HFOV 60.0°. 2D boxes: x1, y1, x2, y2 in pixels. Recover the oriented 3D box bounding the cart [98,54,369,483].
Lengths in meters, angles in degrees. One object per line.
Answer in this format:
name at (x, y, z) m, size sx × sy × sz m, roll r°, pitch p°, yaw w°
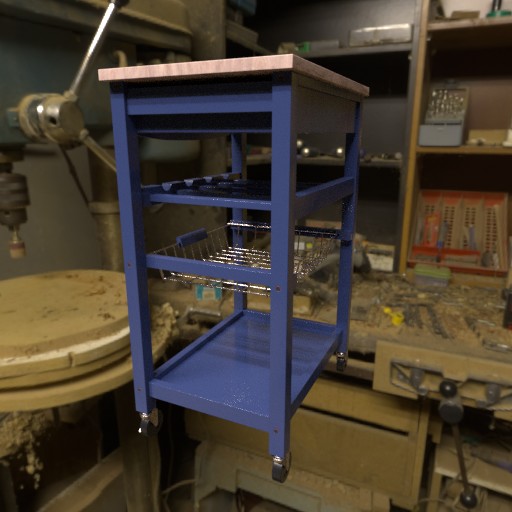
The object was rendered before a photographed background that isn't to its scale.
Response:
cart at (0.000, 0.000, 1.133) m, size 0.403 × 0.839 × 0.584 m, roll 7°, pitch 17°, yaw 24°
